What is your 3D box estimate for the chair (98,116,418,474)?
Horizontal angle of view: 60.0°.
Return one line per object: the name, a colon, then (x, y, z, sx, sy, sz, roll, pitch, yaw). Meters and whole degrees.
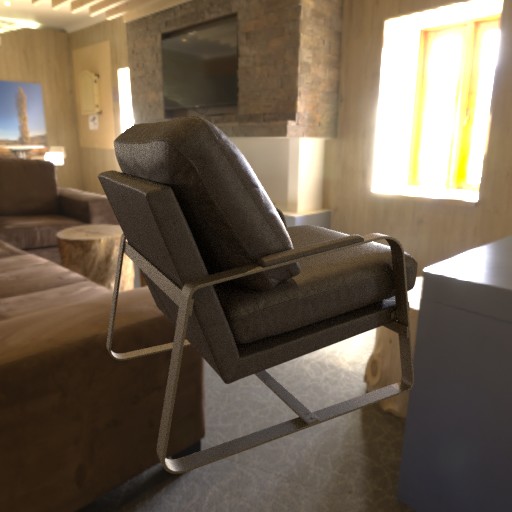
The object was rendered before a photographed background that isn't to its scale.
chair: (0.000, 0.000, 1.446, 0.878, 0.839, 0.692, -8, 17, -27)
